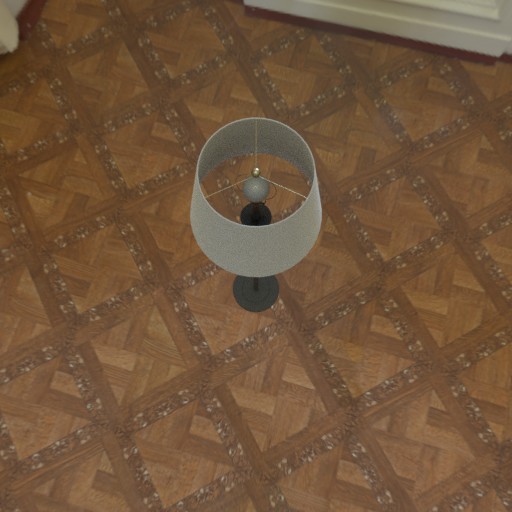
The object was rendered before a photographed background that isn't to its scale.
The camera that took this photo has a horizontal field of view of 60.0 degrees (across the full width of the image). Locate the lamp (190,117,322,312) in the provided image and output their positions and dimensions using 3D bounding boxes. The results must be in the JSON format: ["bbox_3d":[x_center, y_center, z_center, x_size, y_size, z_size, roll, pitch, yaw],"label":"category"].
[{"bbox_3d":[0.000,0.000,1.634,0.348,1.473,0.348,-29,78,-7],"label":"lamp"}]
